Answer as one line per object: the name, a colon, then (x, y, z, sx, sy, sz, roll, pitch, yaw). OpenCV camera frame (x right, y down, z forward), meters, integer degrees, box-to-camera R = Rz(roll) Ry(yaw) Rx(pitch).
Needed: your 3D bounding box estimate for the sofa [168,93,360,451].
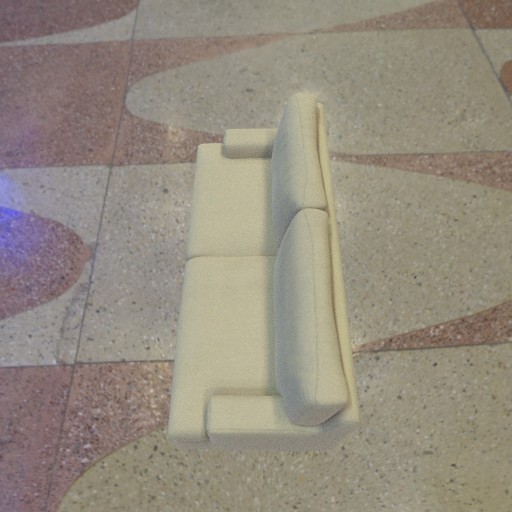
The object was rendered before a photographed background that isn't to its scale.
sofa: (0.000, 0.000, 2.751, 0.929, 0.925, 2.147, 0, 57, 0)
